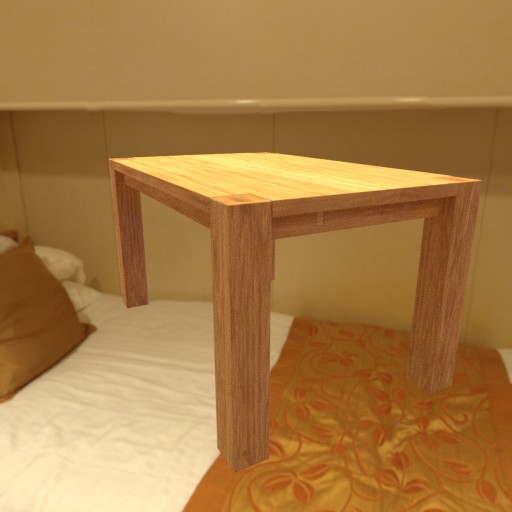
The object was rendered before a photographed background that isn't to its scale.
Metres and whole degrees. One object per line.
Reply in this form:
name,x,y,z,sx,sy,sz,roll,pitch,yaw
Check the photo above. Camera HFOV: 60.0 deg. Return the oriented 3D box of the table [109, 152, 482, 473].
table,0.000,0.000,1.919,0.900,0.760,1.400,-9,19,-27
